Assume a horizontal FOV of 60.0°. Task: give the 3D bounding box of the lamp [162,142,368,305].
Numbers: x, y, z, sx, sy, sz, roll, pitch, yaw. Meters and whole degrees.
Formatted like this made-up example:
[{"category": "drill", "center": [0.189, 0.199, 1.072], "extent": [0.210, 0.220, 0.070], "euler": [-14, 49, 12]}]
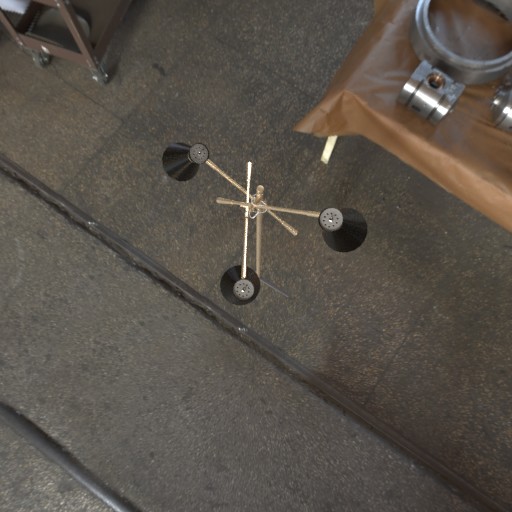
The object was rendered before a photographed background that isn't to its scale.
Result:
[{"category": "lamp", "center": [0.000, 0.000, 2.205], "extent": [0.750, 1.804, 0.653], "euler": [1, 76, 0]}]
